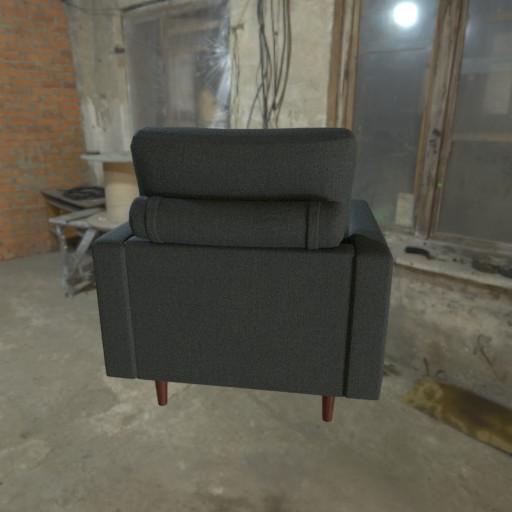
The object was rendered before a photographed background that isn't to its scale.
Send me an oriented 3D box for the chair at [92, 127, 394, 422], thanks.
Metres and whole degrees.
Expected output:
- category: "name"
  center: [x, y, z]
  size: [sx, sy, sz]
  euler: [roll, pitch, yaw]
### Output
- category: "chair"
  center: [0.000, 0.000, 1.557]
  size: [0.821, 0.880, 0.843]
  euler: [3, 18, 8]
